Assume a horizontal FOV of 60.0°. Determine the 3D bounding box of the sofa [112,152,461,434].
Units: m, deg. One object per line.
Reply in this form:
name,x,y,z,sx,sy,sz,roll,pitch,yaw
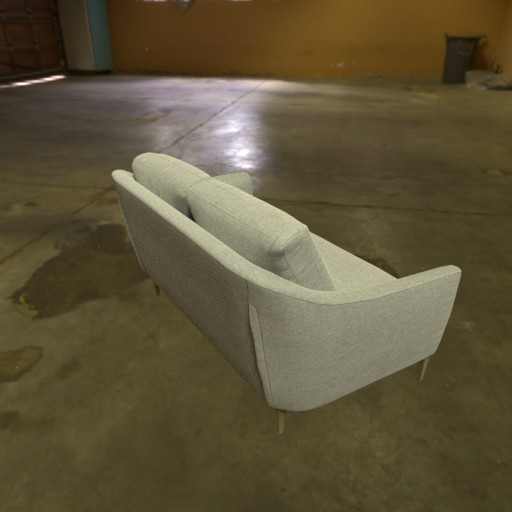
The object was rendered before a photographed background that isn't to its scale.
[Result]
sofa,0.000,0.000,2.212,0.960,0.904,1.619,-17,32,-30
